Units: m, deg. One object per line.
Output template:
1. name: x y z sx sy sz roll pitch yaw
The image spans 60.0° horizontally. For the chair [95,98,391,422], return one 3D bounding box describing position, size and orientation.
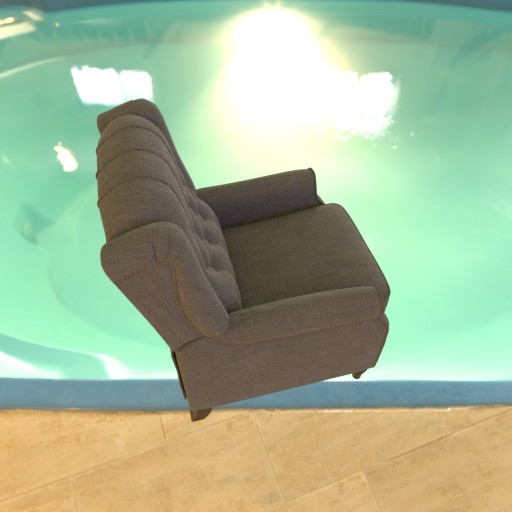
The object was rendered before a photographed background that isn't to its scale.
1. chair: 0.000 0.000 1.607 0.898 1.035 0.742 -11 49 -9
